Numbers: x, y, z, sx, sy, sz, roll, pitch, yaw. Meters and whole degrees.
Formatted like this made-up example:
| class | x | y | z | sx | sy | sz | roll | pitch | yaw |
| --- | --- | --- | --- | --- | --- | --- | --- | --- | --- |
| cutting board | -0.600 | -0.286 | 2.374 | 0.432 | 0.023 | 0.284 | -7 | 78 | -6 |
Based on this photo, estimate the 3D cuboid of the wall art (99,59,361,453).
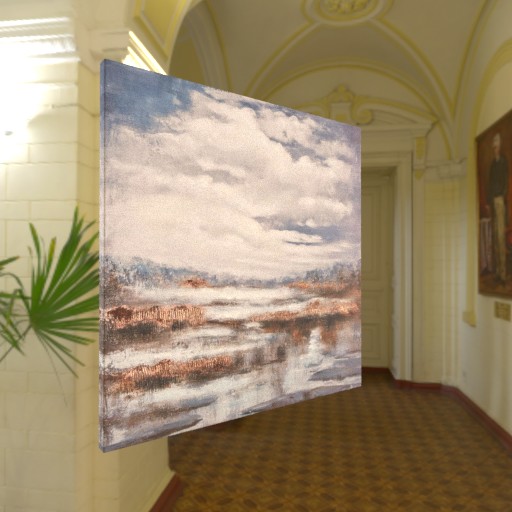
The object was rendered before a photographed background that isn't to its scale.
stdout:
| class | x | y | z | sx | sy | sz | roll | pitch | yaw |
| --- | --- | --- | --- | --- | --- | --- | --- | --- | --- |
| wall art | 0.000 | 0.000 | 1.461 | 1.010 | 1.020 | 0.040 | 0 | -1 | -37 |
